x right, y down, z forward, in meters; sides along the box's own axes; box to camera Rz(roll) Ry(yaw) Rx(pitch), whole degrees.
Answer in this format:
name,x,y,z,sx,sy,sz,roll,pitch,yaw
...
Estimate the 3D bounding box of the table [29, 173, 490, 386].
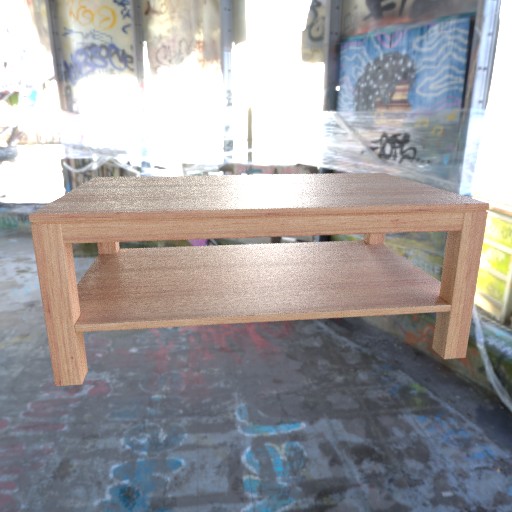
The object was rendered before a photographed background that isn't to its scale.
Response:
name,x,y,z,sx,sy,sz,roll,pitch,yaw
table,0.000,0.000,1.487,1.146,0.457,0.695,-2,17,-7
